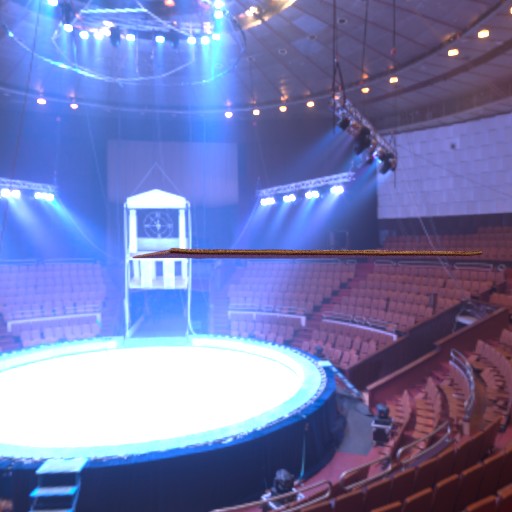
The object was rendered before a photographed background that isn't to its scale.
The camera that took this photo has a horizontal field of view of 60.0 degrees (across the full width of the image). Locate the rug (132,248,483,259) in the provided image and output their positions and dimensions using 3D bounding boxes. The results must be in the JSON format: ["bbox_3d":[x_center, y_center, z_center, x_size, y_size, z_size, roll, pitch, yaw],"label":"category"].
[{"bbox_3d":[0.000,0.000,3.072,1.521,0.034,2.438,0,-1,-19],"label":"rug"}]
